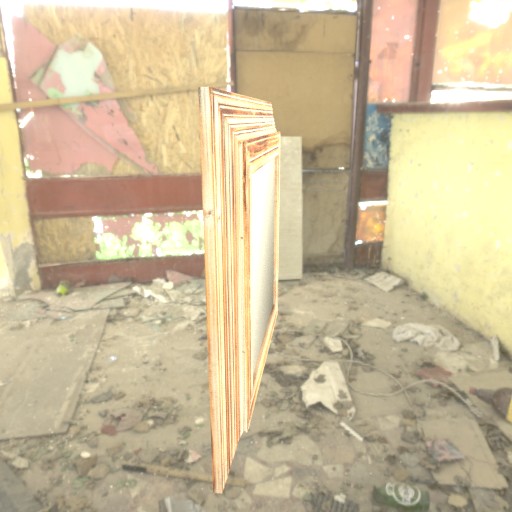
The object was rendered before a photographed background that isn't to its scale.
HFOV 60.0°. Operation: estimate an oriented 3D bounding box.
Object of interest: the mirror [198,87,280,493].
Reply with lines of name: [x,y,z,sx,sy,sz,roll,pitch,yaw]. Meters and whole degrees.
mirror: [0.000,0.000,1.194,0.061,0.804,0.804,3,18,8]
